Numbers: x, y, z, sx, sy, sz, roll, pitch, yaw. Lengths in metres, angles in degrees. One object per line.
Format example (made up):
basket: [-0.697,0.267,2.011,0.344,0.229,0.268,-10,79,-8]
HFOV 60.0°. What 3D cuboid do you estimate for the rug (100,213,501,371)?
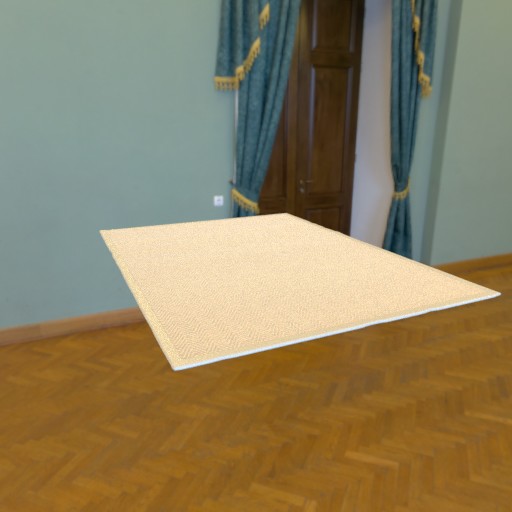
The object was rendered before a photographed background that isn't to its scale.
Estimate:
rug: [0.000,0.000,4.650,2.734,0.037,3.659,-8,19,-24]
